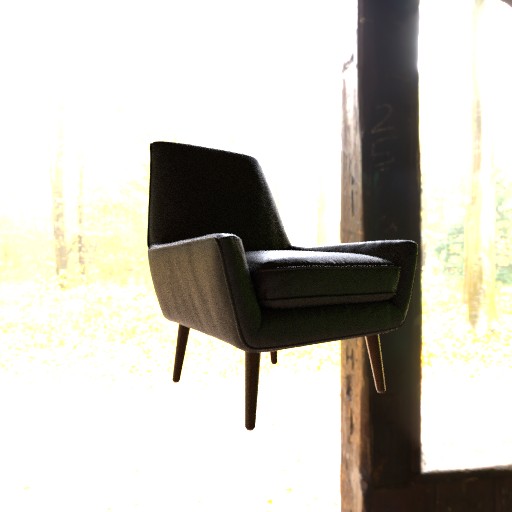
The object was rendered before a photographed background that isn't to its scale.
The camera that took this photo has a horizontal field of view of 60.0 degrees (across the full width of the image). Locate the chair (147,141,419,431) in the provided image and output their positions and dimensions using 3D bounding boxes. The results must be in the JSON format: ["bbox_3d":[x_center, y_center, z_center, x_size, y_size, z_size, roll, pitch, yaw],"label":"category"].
[{"bbox_3d":[0.000,0.000,1.551,0.787,0.888,0.822,0,0,-37],"label":"chair"}]
